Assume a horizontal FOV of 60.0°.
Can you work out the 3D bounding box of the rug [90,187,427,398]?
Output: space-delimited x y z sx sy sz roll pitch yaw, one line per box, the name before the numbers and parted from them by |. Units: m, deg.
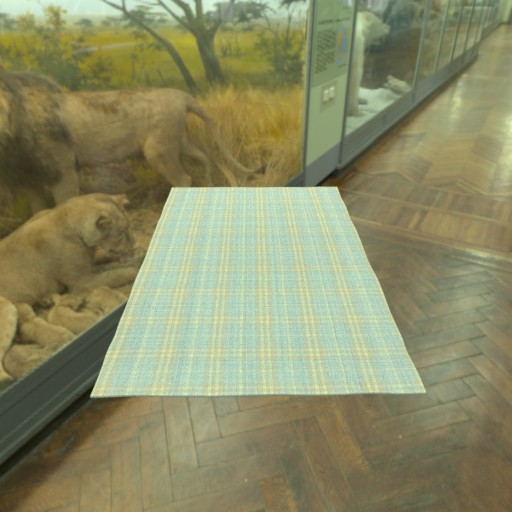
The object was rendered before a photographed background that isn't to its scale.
rug | 0.000 0.000 3.068 1.545 0.016 2.460 0 31 -1
